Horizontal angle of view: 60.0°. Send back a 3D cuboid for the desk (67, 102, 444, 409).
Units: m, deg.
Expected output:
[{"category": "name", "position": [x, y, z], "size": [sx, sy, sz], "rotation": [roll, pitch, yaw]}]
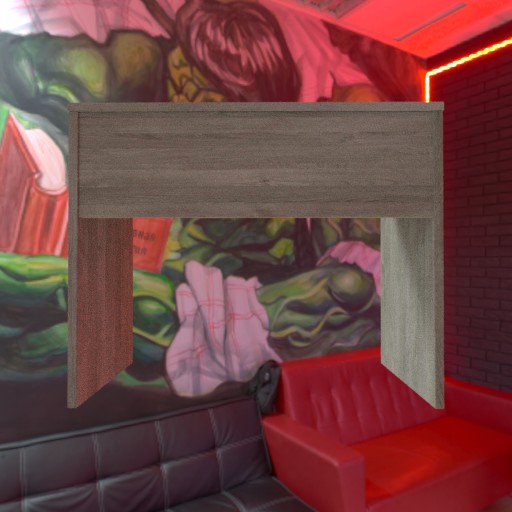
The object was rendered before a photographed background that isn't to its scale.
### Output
[{"category": "desk", "position": [0.000, 0.000, 1.296], "size": [0.893, 0.724, 0.498], "rotation": [0, -1, 0]}]
